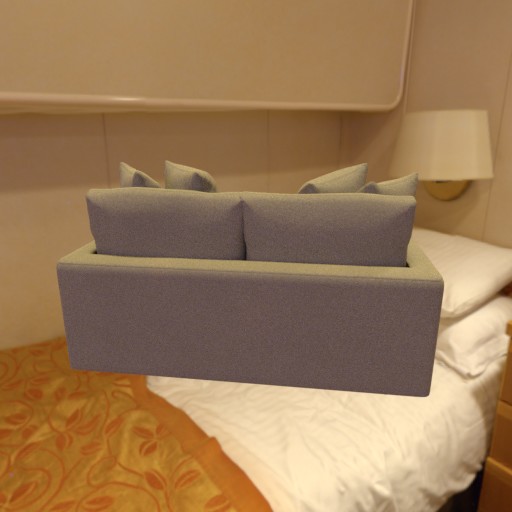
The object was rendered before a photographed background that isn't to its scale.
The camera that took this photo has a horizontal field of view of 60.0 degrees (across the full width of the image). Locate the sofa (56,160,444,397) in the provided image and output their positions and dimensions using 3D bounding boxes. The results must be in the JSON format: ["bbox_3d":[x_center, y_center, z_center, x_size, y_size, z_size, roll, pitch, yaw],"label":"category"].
[{"bbox_3d":[0.000,0.000,2.670,1.869,1.080,1.228,2,18,8],"label":"sofa"}]
